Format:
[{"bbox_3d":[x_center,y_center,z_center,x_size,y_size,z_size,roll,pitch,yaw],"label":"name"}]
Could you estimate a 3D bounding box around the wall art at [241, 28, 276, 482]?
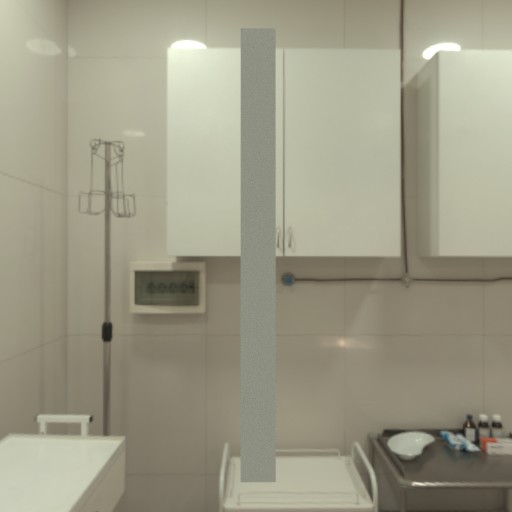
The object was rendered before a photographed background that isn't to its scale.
[{"bbox_3d":[0.000,0.000,0.524,0.027,0.355,0.355,0,0,-1],"label":"wall art"}]
